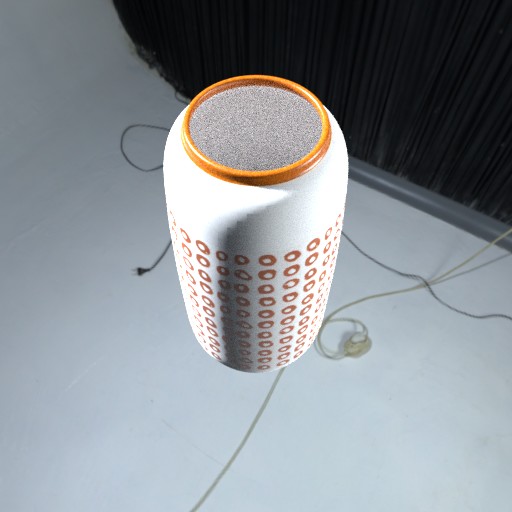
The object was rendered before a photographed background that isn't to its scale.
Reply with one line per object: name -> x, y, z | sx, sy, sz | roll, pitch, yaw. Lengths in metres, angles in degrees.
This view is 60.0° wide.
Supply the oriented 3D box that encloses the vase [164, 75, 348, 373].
vase -> 0.000, 0.000, 0.365 | 0.133, 0.282, 0.133 | 0, 58, 0
